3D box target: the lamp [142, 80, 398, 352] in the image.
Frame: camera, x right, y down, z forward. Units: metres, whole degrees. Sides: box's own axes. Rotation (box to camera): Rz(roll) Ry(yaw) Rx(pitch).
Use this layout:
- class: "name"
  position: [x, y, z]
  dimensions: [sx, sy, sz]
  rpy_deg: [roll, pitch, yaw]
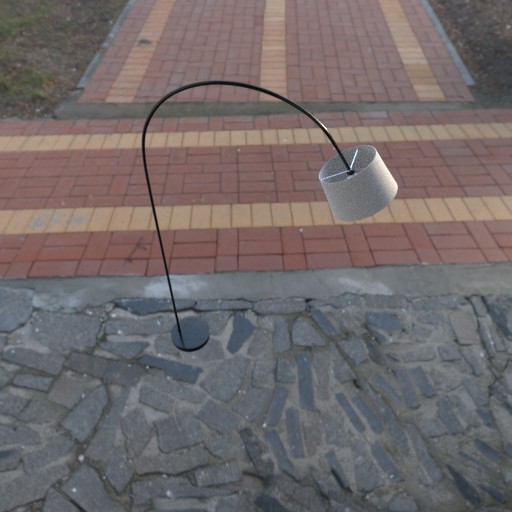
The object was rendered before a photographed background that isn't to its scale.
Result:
- class: "lamp"
  position: [0.000, 0.000, 2.642]
  dimensions: [1.363, 2.104, 0.331]
  rpy_deg: [11, 47, 10]
